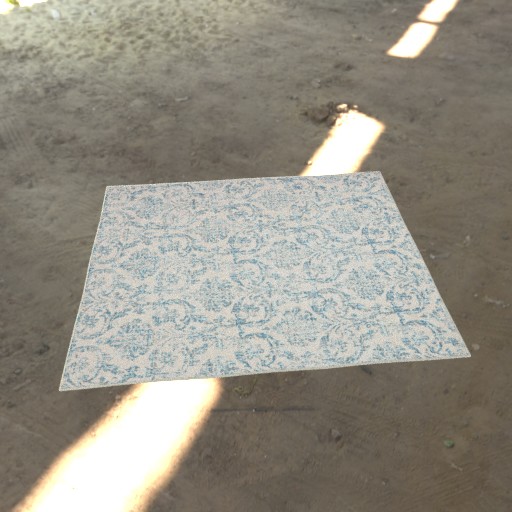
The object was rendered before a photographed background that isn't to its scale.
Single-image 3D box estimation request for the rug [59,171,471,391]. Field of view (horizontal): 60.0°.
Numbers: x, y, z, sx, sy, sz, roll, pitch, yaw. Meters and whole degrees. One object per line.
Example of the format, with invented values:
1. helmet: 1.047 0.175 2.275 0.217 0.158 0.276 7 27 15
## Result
1. rug: 0.000 0.000 4.004 2.980 0.012 2.363 -4 46 -4
